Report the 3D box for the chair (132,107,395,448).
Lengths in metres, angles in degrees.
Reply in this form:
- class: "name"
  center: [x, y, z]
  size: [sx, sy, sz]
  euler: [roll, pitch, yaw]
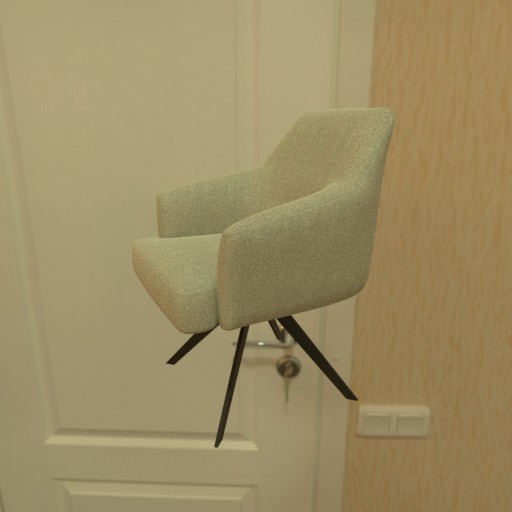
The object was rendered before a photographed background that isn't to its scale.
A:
- class: "chair"
  center: [0.000, 0.000, 1.373]
  size: [0.677, 0.874, 0.642]
  euler: [-8, 18, -25]
